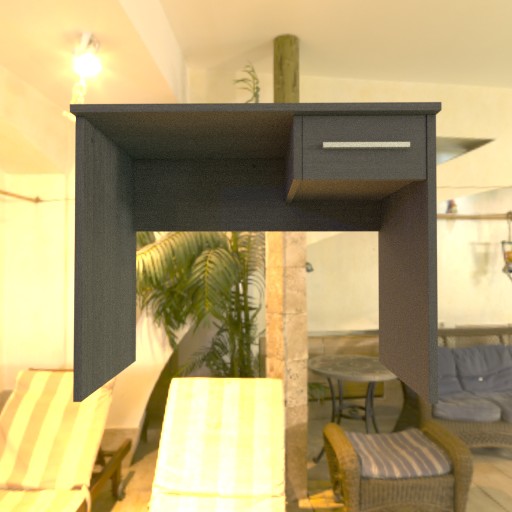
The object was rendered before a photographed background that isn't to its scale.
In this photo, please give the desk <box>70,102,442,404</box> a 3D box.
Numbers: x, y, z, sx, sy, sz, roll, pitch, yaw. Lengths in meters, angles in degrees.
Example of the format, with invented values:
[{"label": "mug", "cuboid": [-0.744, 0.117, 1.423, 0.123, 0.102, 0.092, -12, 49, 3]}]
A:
[{"label": "desk", "cuboid": [0.000, 0.000, 1.305, 0.893, 0.724, 0.498, 0, -1, 1]}]
